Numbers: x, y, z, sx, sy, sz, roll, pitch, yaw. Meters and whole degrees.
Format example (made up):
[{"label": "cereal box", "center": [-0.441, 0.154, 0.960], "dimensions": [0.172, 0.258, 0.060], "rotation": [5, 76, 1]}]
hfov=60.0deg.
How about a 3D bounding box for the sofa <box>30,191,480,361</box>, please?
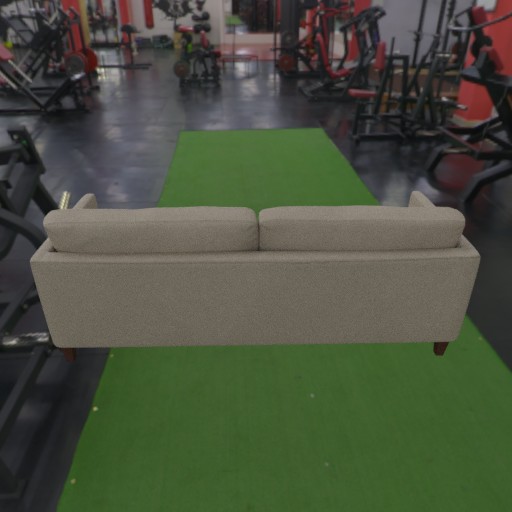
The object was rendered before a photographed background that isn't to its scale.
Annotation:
[{"label": "sofa", "center": [0.000, 0.000, 2.843], "dimensions": [2.404, 0.912, 0.988], "rotation": [-1, 30, -1]}]
